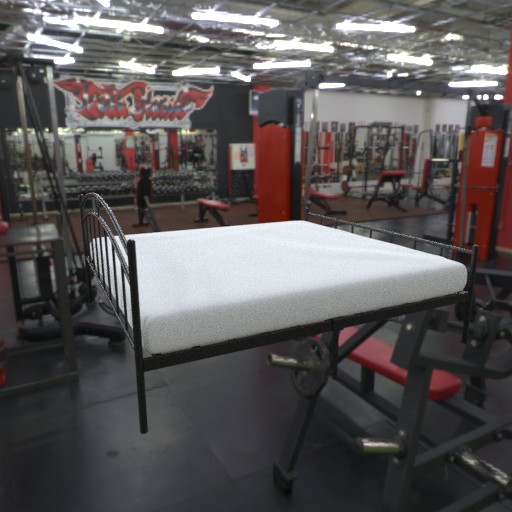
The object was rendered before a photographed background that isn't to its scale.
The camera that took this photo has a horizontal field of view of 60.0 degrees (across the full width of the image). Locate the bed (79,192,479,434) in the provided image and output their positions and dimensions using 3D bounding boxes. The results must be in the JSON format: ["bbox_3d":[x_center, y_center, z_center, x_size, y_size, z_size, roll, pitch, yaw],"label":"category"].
[{"bbox_3d":[0.000,0.000,3.045,2.040,0.940,1.880,-7,15,-26],"label":"bed"}]
